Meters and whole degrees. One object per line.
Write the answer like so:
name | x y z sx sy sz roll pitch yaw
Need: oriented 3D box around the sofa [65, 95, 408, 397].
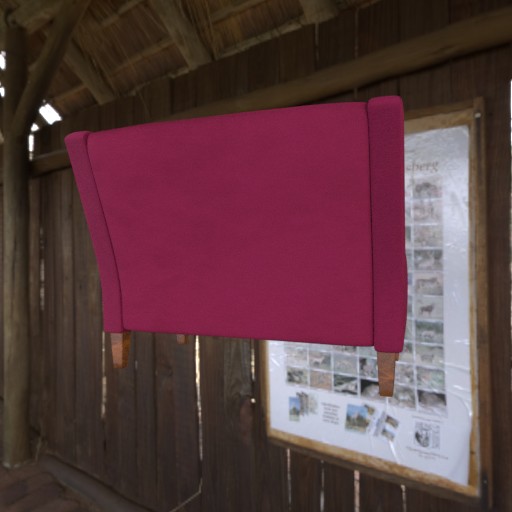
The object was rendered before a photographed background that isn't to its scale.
sofa | 0.000 0.000 1.932 1.242 0.976 0.946 0 0 20
